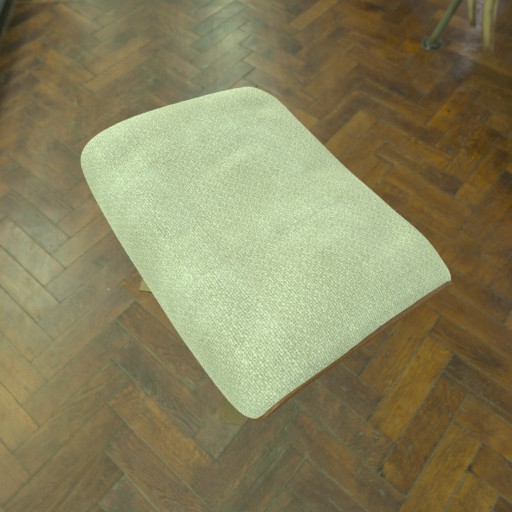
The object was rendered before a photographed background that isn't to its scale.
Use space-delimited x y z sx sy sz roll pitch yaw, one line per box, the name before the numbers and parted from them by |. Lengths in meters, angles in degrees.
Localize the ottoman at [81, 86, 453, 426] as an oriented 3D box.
ottoman | 0.000 0.000 0.802 0.394 0.391 0.520 -31 64 -17
